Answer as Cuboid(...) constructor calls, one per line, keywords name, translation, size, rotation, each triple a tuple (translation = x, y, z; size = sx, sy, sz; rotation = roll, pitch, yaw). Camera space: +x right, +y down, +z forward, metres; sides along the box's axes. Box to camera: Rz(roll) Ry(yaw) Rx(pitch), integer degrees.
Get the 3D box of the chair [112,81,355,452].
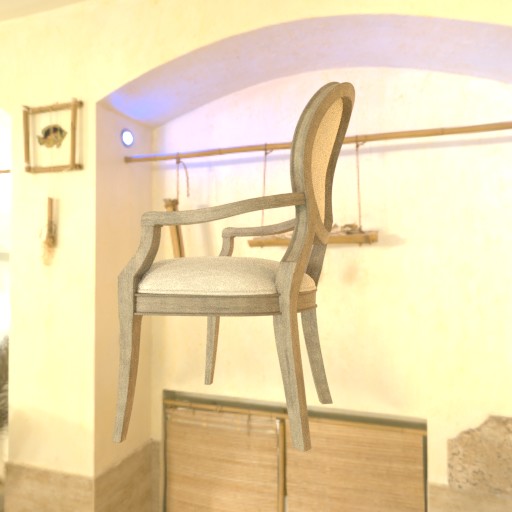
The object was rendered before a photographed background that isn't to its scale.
Cuboid(name="chair", translation=(0.000, 0.000, 1.375), size=(0.602, 0.991, 0.611), rotation=(0, -1, 18))
